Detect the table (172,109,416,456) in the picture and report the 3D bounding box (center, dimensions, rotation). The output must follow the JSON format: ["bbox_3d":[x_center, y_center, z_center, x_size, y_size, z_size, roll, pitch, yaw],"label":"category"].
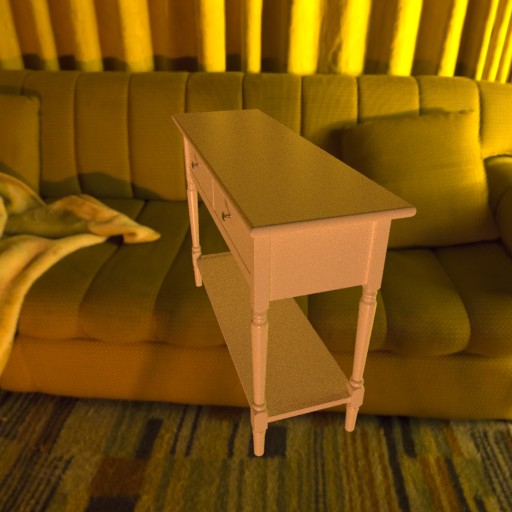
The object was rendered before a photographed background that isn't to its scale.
[{"bbox_3d":[0.000,0.000,1.630,0.386,0.814,1.191,-8,30,-15],"label":"table"}]
